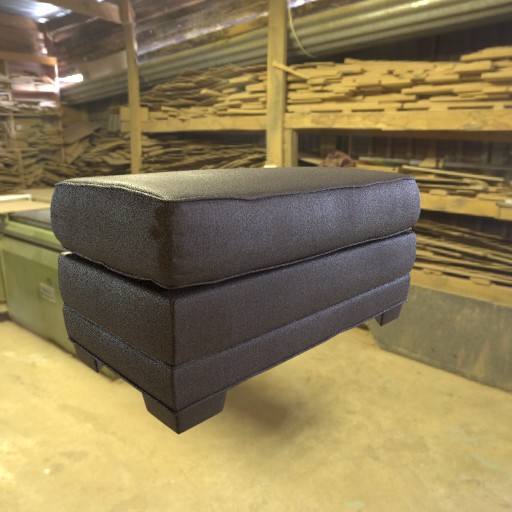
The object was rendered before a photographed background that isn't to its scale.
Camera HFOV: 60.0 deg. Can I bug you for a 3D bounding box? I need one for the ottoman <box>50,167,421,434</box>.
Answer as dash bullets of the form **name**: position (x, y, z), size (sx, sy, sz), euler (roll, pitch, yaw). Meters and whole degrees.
- **ottoman**: position (0.000, 0.000, 1.150), size (0.864, 0.448, 0.490), euler (-13, 19, -43)
